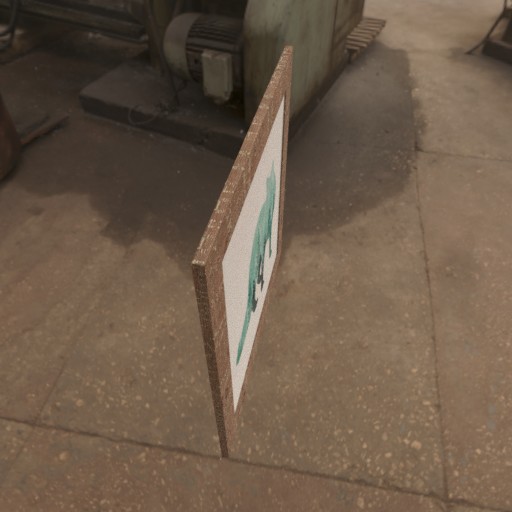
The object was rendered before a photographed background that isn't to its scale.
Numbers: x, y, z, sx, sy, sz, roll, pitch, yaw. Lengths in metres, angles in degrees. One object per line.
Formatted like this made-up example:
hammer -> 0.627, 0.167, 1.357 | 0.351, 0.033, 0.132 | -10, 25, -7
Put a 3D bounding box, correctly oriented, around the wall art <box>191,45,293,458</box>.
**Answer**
wall art -> 0.000, 0.000, 0.578 | 0.012, 0.384, 0.384 | 9, 48, 9
